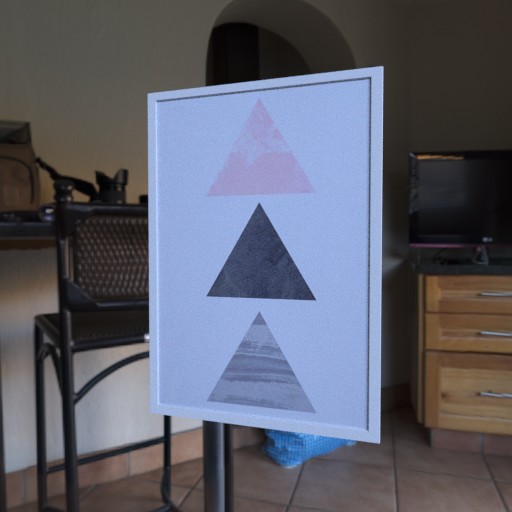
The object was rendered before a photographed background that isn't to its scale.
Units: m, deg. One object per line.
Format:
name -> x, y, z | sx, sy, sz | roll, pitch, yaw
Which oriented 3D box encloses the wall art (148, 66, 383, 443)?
wall art -> 0.000, 0.000, 1.209 | 0.659, 0.940, 0.013 | 1, 2, 18
